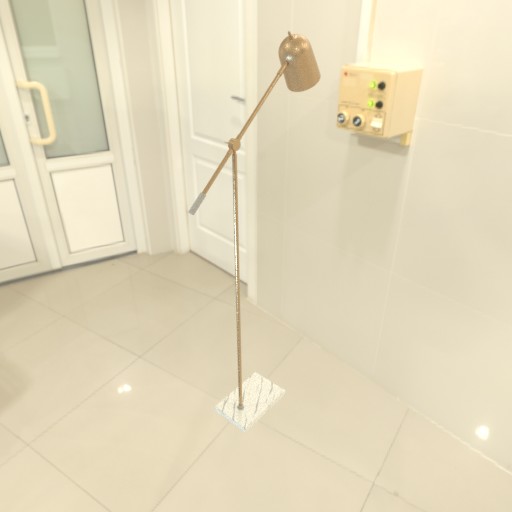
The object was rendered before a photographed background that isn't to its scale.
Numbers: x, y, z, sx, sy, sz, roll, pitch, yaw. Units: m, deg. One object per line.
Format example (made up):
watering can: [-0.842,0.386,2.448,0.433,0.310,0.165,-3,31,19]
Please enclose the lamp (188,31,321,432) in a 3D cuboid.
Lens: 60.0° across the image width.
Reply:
lamp: [0.000,0.000,1.773,0.194,1.594,0.653,23,37,34]
